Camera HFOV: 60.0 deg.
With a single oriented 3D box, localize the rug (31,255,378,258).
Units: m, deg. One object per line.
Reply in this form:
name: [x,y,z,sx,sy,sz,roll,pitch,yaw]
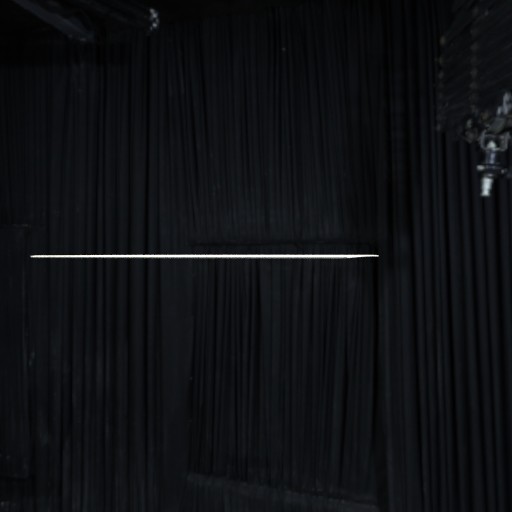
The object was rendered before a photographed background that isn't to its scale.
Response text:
rug: [0.000,0.000,3.073,1.529,0.012,2.435,0,0,18]
